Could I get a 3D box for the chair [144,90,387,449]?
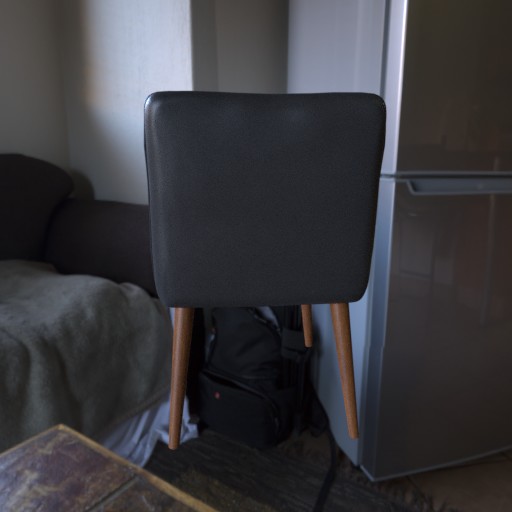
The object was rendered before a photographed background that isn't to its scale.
[{"bbox_3d":[0.000,0.000,1.233,0.543,0.801,0.645,-2,14,-9],"label":"chair"}]
